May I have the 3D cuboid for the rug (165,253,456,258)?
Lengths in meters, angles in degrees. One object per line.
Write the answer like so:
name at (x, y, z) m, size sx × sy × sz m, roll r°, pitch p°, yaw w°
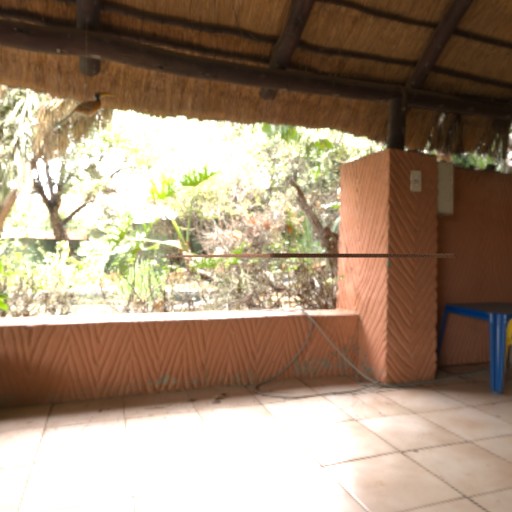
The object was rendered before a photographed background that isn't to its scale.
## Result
rug at (0.000, 0.000, 2.707) m, size 0.764 × 0.017 × 2.439 m, roll 0°, pitch 0°, yaw -19°
